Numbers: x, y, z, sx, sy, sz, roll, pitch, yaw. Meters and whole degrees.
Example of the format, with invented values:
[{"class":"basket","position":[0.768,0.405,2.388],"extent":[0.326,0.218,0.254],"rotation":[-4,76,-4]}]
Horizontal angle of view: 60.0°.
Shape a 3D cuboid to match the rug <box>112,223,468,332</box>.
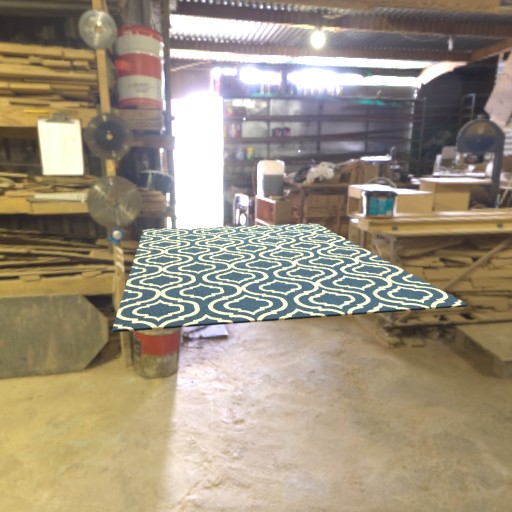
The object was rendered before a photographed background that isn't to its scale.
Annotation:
[{"class":"rug","position":[0.000,0.000,2.849],"extent":[1.524,0.010,2.134],"rotation":[-3,14,-10]}]
